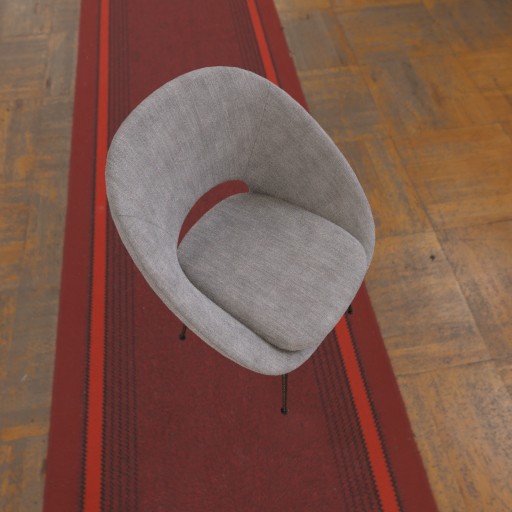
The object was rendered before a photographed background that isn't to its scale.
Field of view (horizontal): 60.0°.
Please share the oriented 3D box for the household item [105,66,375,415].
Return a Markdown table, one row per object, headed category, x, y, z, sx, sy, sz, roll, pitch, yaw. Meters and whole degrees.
| category | x | y | z | sx | sy | sz | roll | pitch | yaw |
| --- | --- | --- | --- | --- | --- | --- | --- | --- | --- |
| household item | 0.000 | 0.000 | 1.262 | 0.587 | 0.869 | 0.643 | 31 | 63 | 18 |
